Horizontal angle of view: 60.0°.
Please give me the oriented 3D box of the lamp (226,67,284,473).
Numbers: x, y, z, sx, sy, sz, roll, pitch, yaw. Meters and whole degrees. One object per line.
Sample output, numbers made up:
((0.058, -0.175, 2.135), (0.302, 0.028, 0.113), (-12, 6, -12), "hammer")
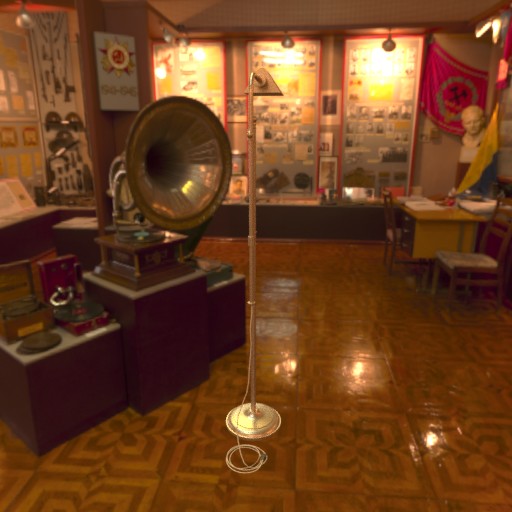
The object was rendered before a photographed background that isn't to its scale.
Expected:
((0.000, 0.000, 1.936), (0.256, 1.571, 0.813), (2, 16, 7), "lamp")
